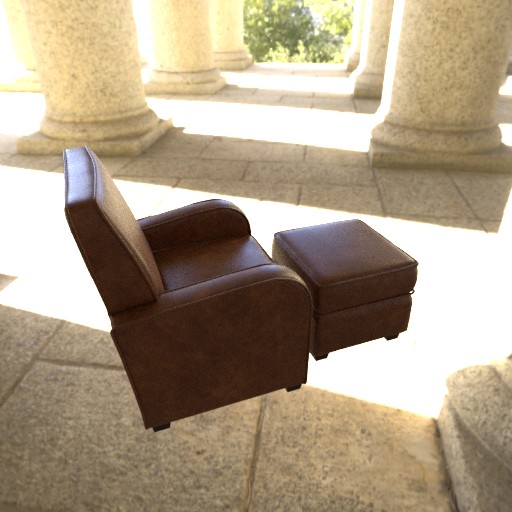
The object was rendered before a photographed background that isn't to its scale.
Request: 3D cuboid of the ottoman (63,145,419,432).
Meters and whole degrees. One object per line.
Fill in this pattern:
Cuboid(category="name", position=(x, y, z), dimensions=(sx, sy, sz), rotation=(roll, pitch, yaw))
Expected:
Cuboid(category="ottoman", position=(0.000, 0.000, 1.819), dimensions=(1.314, 0.904, 0.732), rotation=(-11, 32, -18))
